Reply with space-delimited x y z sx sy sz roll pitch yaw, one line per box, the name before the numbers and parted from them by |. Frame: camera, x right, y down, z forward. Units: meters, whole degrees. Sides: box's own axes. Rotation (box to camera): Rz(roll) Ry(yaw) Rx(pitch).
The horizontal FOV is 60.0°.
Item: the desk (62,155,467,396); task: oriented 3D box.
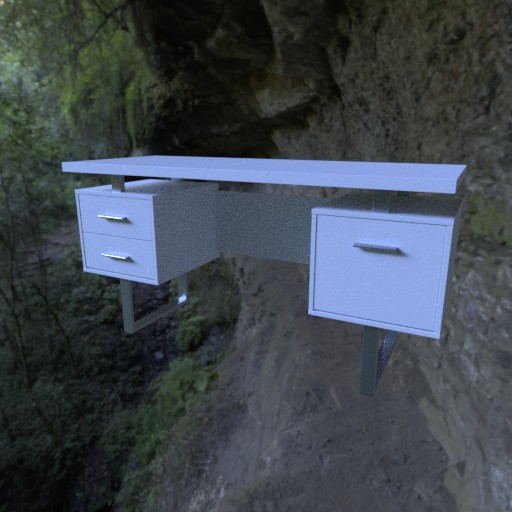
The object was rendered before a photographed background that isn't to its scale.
desk | 0.000 0.000 1.892 1.530 0.773 0.603 8 18 26
